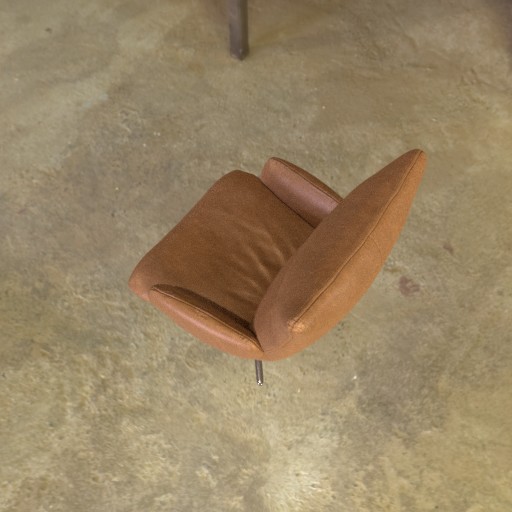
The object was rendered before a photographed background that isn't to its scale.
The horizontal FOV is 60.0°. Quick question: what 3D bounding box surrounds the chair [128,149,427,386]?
[{"bbox_3d":[0.000,0.000,1.587,0.794,1.027,0.711,34,68,16],"label":"chair"}]
